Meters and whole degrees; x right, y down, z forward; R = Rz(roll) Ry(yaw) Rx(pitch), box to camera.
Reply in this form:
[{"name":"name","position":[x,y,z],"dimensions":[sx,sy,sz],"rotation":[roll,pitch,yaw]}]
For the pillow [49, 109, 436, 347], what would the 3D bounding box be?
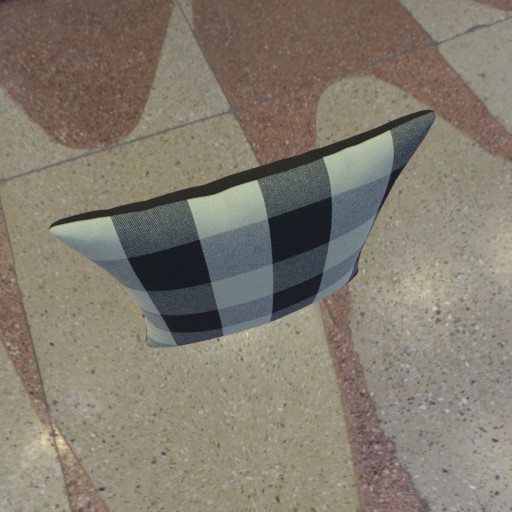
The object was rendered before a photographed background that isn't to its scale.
[{"name":"pillow","position":[0.000,0.000,0.775],"dimensions":[0.511,0.509,0.161],"rotation":[-19,65,-9]}]
